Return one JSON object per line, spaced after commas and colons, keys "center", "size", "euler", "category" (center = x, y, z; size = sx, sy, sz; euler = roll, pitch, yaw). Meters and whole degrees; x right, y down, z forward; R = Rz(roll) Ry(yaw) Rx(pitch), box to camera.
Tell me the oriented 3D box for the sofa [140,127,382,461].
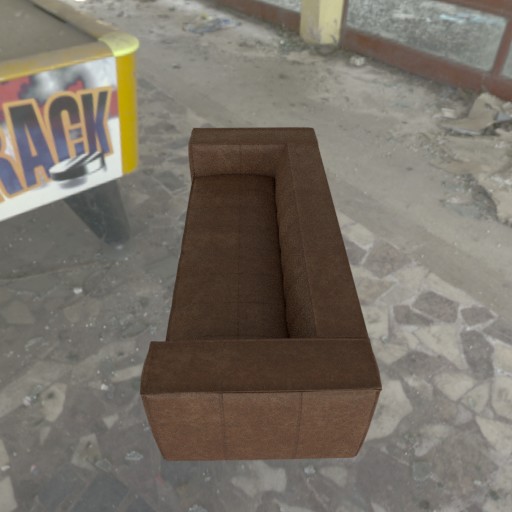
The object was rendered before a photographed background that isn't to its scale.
{"center": [0.000, 0.000, 3.045], "size": [1.102, 0.701, 2.581], "euler": [-1, 41, -1], "category": "sofa"}
